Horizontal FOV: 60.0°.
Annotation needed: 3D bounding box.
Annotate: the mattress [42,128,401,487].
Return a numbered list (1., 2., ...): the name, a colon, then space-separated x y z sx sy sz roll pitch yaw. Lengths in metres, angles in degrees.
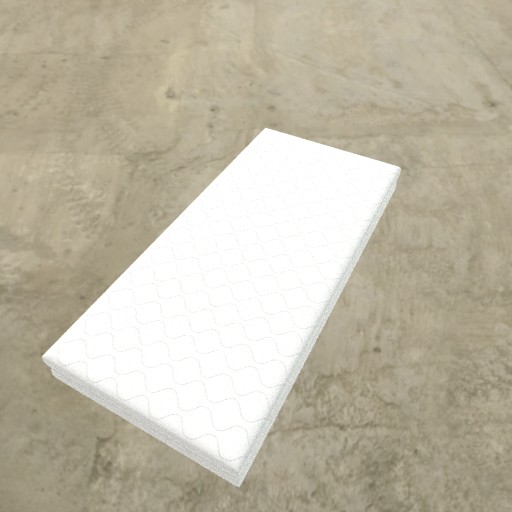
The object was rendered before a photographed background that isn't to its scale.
1. mattress: 0.000 0.000 2.222 0.900 0.200 1.900 22 51 19
